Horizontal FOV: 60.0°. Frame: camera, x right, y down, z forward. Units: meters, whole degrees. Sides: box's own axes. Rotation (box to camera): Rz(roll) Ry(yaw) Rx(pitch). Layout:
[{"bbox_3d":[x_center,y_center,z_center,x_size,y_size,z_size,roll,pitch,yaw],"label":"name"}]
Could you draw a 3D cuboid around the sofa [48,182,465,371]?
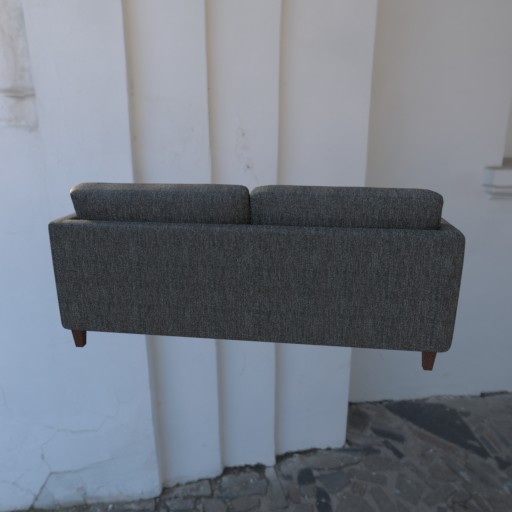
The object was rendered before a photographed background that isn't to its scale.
[{"bbox_3d":[0.000,0.000,2.792,2.208,0.960,0.948,2,17,7],"label":"sofa"}]
